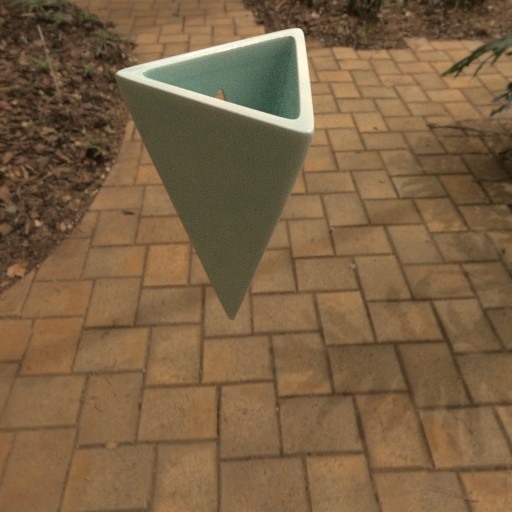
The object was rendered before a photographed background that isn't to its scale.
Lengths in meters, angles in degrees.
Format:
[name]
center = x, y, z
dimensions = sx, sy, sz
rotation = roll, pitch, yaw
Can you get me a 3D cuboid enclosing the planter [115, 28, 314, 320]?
[planter]
center = 0.000, 0.000, 0.216
dimensions = 0.080, 0.178, 0.064
rotation = -24, 51, -21
